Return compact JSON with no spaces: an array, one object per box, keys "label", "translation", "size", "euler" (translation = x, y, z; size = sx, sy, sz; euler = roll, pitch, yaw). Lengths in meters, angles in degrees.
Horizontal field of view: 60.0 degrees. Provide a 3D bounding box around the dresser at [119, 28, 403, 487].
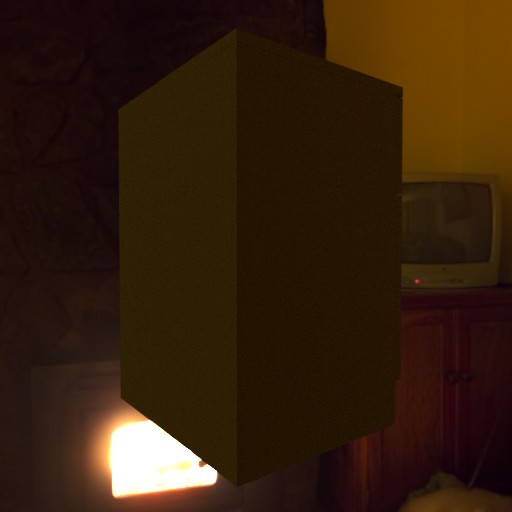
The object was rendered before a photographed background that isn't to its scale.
[{"label":"dresser","translation":[0.000,0.000,0.806],"size":[0.360,0.560,0.400],"euler":[-1,2,-37]}]
